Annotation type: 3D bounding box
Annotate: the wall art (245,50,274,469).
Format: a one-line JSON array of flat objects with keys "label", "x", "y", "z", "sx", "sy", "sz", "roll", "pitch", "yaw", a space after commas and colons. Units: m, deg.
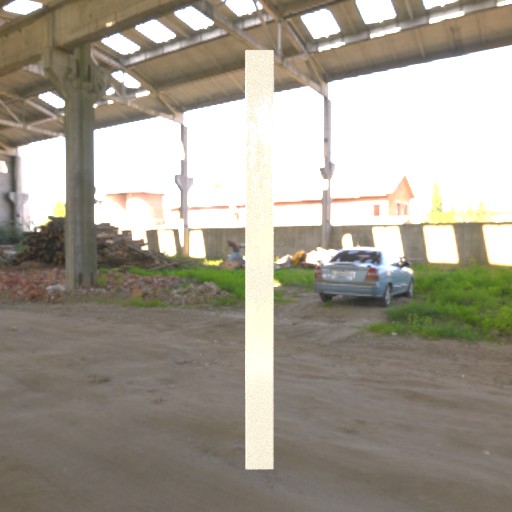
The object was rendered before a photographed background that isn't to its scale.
[{"label": "wall art", "x": 0.000, "y": 0.000, "z": 1.352, "sx": 0.053, "sy": 0.787, "sz": 1.041, "roll": 0, "pitch": 1, "yaw": -1}]
